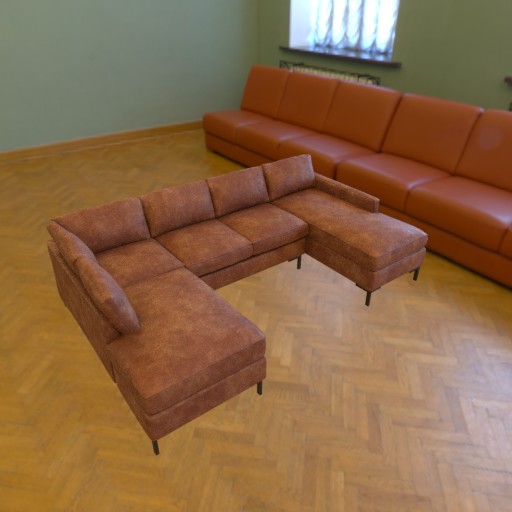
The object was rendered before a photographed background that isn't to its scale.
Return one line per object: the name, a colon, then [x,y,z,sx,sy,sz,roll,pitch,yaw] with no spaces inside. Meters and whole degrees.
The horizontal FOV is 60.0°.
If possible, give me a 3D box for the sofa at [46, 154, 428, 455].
sofa: [0.000,0.000,3.842,2.956,0.900,1.939,-21,36,-31]
